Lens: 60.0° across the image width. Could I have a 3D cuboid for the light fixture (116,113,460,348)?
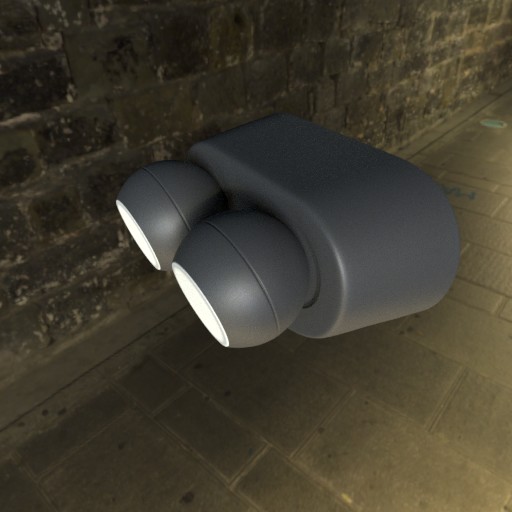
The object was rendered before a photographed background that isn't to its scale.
[{"bbox_3d":[0.000,0.000,0.336,0.159,0.159,0.229,-21,40,-28],"label":"light fixture"}]
